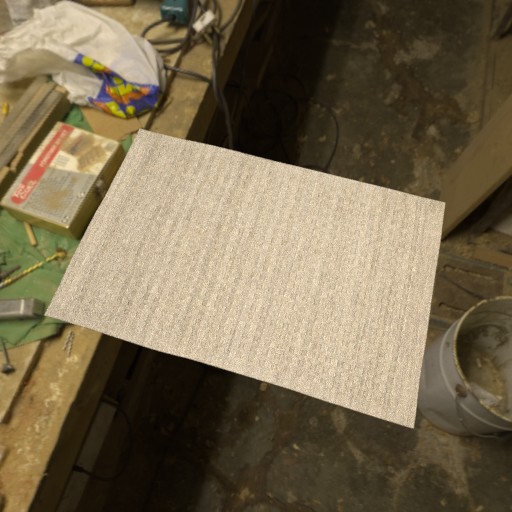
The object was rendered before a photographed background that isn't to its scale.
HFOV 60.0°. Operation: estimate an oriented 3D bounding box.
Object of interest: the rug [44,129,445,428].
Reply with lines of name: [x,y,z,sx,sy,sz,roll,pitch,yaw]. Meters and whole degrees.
rug: [0.000,0.000,2.915,2.297,0.018,1.532,15,66,7]
